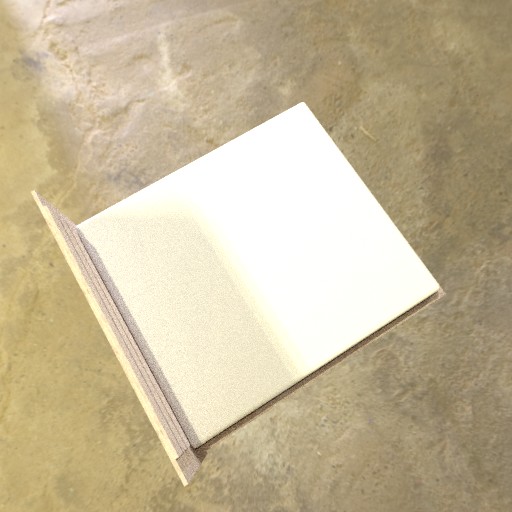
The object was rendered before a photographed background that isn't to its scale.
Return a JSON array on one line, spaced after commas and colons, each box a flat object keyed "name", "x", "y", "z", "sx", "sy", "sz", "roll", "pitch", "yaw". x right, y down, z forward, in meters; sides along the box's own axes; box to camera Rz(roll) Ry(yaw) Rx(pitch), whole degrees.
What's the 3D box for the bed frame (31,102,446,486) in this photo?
[{"name": "bed frame", "x": 0.000, "y": 0.000, "z": 3.128, "sx": 2.080, "sy": 0.970, "sz": 1.950, "roll": -31, "pitch": 77, "yaw": -8}]
